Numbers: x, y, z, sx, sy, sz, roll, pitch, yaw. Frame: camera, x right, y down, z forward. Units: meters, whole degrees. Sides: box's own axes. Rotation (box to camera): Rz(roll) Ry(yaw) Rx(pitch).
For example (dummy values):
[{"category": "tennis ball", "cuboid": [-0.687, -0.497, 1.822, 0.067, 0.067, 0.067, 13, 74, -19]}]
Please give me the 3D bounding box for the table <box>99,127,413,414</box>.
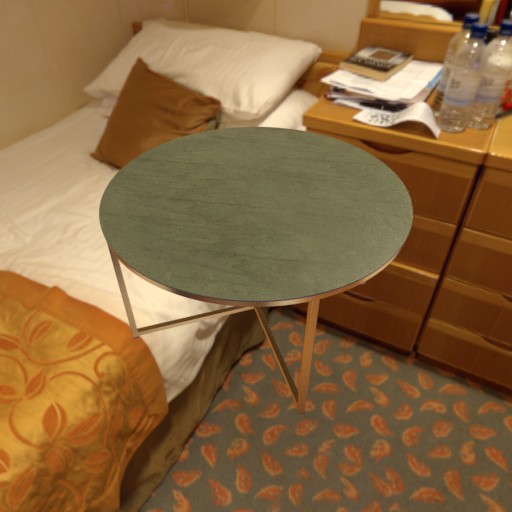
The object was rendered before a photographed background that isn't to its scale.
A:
[{"category": "table", "cuboid": [0.000, 0.000, 1.315, 0.800, 0.450, 0.800, 0, 40, 0]}]
